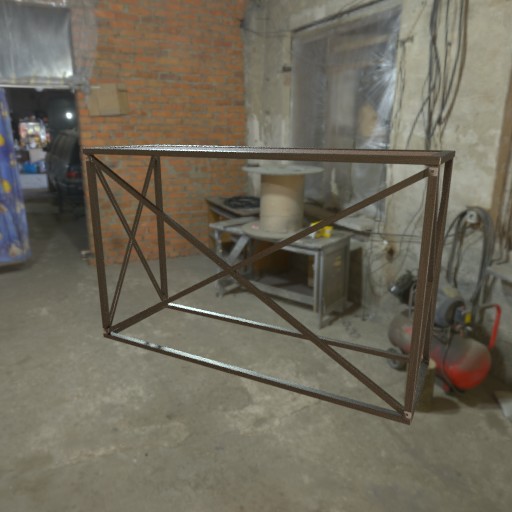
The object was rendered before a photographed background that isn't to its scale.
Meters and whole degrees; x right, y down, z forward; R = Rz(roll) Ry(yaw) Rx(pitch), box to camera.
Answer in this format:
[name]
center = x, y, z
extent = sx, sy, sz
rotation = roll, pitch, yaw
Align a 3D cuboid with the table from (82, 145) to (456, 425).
[table]
center = 0.000, 0.000, 1.606
extent = 1.216, 0.753, 0.402
rotation = 8, 18, 27
